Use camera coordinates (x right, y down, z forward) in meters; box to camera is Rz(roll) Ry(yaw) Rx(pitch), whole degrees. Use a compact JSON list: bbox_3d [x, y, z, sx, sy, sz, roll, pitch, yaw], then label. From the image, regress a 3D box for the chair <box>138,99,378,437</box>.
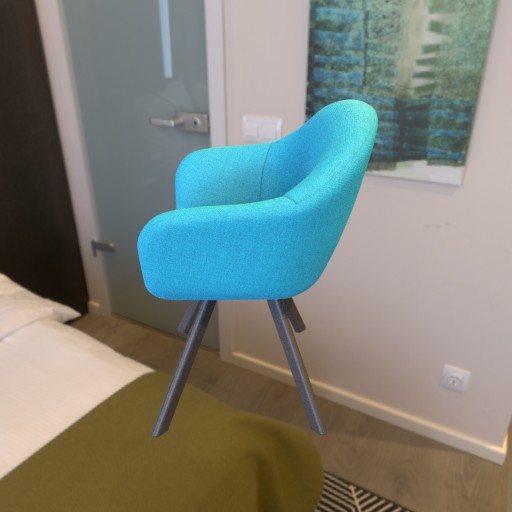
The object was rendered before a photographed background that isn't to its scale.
[{"bbox_3d":[0.000,0.000,1.196,0.550,0.795,0.590,0,25,-1],"label":"chair"}]
